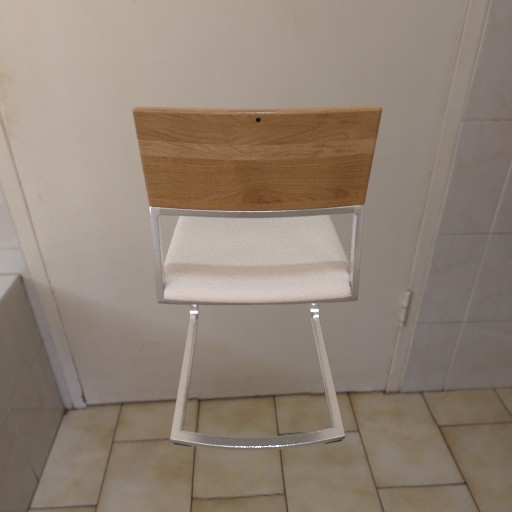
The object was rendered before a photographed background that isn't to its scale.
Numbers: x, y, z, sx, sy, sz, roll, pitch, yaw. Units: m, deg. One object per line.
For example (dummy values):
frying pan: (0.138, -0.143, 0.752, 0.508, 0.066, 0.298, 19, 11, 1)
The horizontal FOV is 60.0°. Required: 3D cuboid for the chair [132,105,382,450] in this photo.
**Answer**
chair: (0.000, 0.000, 1.183, 0.467, 0.844, 0.585, -1, 31, -1)
